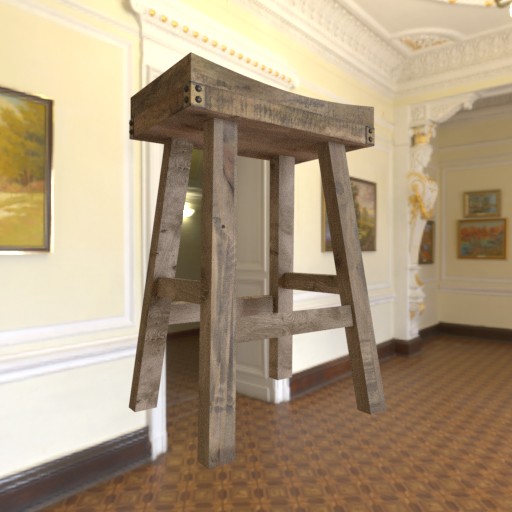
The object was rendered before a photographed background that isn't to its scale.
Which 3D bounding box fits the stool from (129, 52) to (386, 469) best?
[{"bbox_3d":[0.000,0.000,0.918,0.450,0.635,0.330,0,1,-36],"label":"stool"}]
